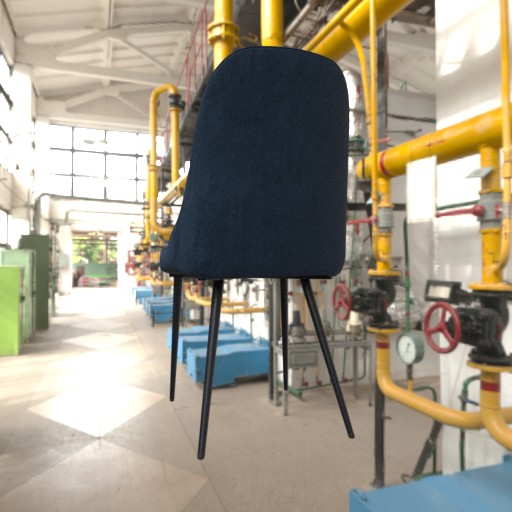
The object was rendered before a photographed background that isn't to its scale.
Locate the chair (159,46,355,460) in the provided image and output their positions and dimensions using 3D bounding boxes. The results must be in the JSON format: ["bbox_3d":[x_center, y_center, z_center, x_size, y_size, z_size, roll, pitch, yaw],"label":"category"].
[{"bbox_3d":[0.000,0.000,1.223,0.478,0.896,0.559,0,-1,-18],"label":"chair"}]
